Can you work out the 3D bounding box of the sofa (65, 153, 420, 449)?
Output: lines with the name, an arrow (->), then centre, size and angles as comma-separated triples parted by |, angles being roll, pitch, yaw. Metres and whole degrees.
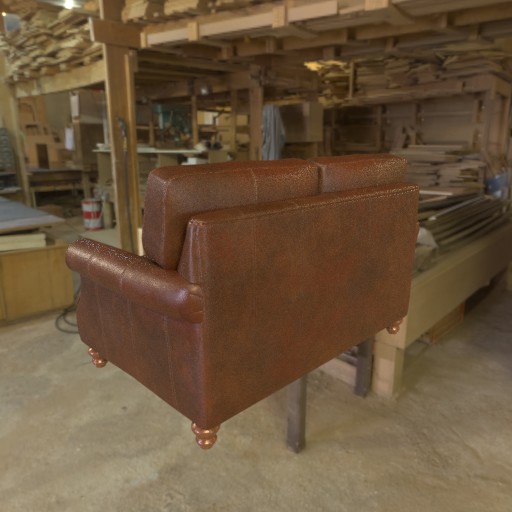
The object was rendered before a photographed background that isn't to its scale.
sofa -> 0.000, 0.000, 2.194 | 1.616, 0.976, 0.990 | -15, 21, -43
